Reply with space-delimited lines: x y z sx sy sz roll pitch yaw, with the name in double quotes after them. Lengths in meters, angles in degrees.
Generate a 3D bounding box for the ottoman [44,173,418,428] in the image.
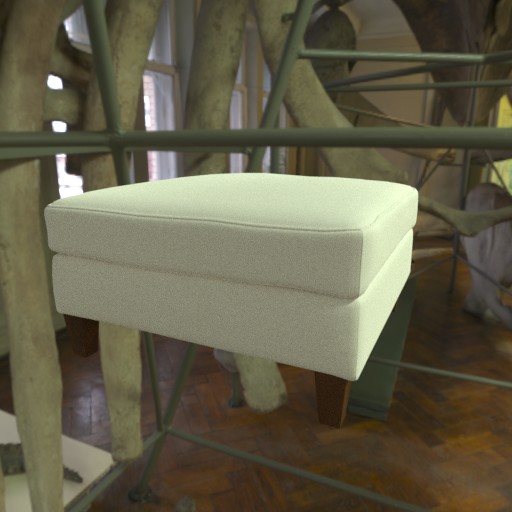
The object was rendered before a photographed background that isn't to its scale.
0.000 0.000 1.359 0.838 0.479 0.838 7 16 25 "ottoman"
